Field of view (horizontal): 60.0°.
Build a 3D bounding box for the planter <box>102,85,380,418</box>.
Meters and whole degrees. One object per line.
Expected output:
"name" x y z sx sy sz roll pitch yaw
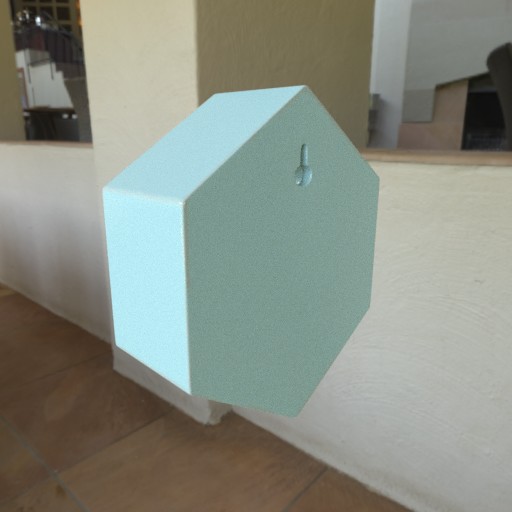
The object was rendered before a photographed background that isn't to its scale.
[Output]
"planter" 0.000 0.000 0.293 0.169 0.207 0.078 -14 21 -43
